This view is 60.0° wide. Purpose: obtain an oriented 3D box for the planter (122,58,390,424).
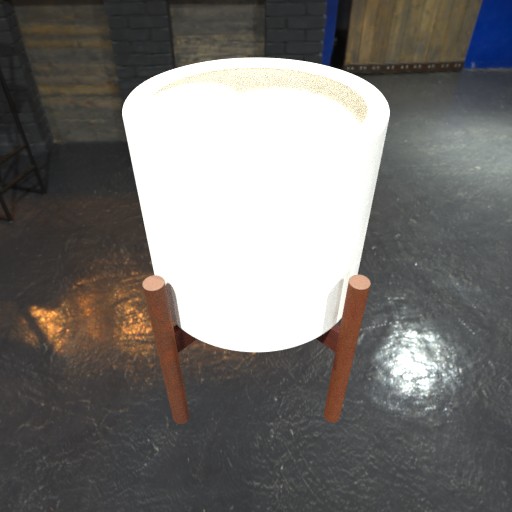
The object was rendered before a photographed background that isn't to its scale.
[{"bbox_3d":[0.000,0.000,0.494,0.224,0.358,0.224,0,40,0],"label":"planter"}]
